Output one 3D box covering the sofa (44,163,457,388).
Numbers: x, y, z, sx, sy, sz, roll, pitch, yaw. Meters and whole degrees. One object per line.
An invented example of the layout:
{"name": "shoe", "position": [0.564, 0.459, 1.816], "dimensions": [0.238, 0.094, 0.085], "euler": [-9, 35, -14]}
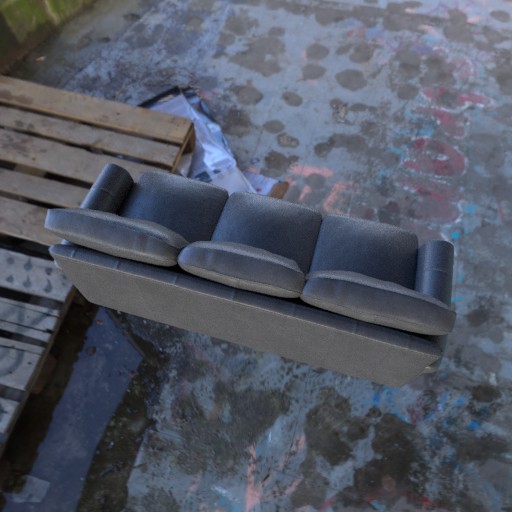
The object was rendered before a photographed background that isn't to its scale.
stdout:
{"name": "sofa", "position": [0.000, 0.000, 2.829], "dimensions": [2.387, 0.977, 0.974], "euler": [14, 62, 8]}
